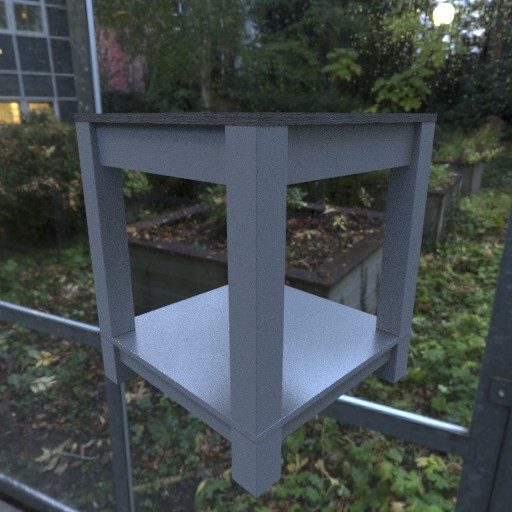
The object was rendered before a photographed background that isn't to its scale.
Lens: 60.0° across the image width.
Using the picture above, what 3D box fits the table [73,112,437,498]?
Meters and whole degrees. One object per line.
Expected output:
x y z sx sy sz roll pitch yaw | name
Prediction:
0.000 0.000 0.959 0.504 0.587 0.506 17 24 42 | table
